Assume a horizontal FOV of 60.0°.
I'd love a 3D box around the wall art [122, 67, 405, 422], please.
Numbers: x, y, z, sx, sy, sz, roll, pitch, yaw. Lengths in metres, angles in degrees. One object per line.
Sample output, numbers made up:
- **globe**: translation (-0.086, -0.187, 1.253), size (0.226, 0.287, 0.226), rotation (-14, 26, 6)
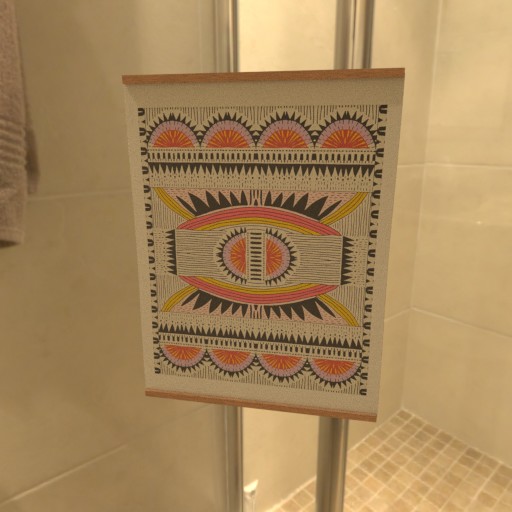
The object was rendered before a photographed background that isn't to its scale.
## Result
- **wall art**: translation (0.000, 0.000, 1.316), size (0.765, 1.016, 0.028), rotation (3, 15, 11)
